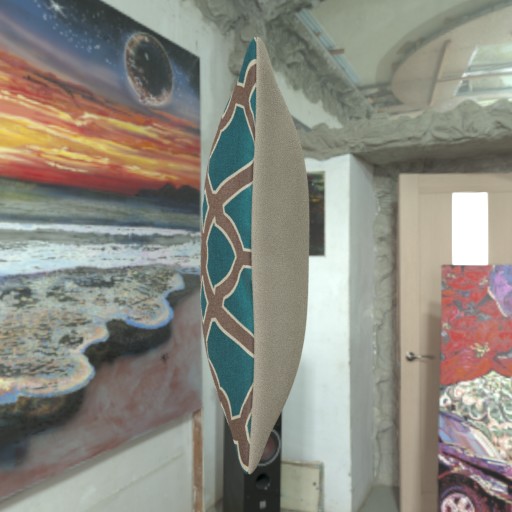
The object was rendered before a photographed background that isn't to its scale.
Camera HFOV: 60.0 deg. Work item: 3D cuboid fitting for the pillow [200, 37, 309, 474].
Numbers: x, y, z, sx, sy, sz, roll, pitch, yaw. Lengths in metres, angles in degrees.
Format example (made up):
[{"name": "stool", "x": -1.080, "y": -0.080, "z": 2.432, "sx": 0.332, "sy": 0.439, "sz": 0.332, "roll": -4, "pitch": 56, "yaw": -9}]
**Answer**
[{"name": "pillow", "x": 0.000, "y": 0.000, "z": 0.772, "sx": 0.166, "sy": 0.507, "sz": 0.526, "roll": 0, "pitch": 0, "yaw": 1}]
